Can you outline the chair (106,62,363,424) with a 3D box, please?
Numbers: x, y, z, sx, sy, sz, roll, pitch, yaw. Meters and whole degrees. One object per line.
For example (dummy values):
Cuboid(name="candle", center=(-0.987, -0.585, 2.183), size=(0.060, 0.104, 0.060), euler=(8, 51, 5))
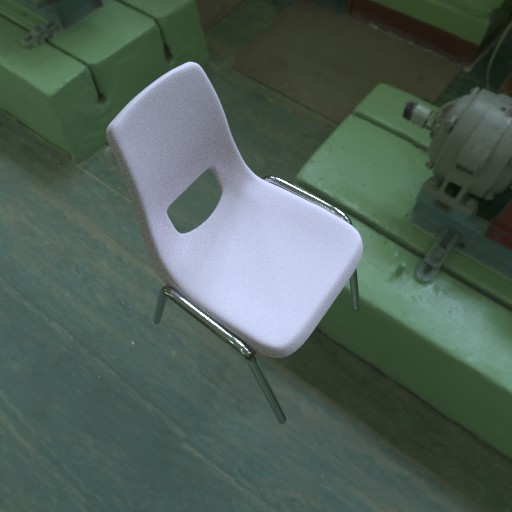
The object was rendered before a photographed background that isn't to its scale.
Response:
Cuboid(name="chair", center=(0.000, 0.000, 0.925), size=(0.436, 0.653, 0.381), euler=(32, 65, 17))
